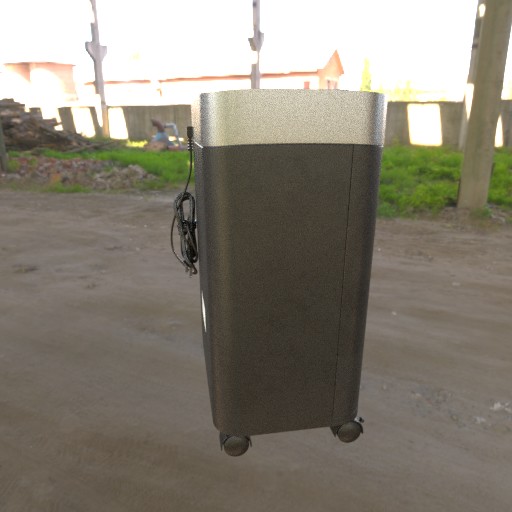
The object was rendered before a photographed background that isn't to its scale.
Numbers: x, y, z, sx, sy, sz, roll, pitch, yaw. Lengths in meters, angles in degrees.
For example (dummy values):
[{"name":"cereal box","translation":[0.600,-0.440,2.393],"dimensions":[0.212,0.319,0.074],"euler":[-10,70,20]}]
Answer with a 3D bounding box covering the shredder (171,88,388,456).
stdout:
[{"name":"shredder","translation":[0.000,0.000,0.618],"dimensions":[0.237,0.419,0.311],"euler":[-3,17,-9]}]
